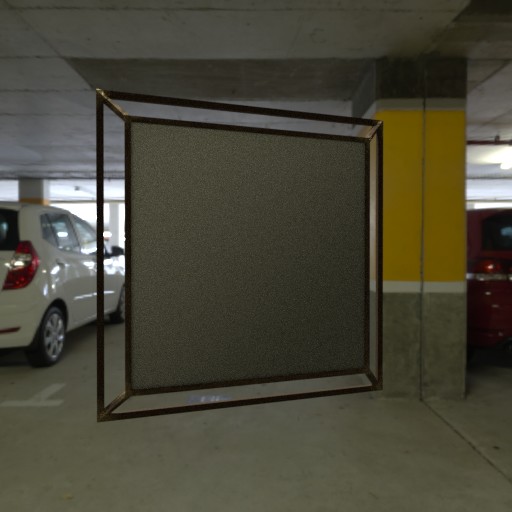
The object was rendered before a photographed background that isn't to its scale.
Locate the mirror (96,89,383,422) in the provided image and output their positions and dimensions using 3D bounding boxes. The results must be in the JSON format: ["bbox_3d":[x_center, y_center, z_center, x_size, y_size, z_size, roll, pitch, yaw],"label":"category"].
[{"bbox_3d":[0.000,0.000,0.900,0.610,0.610,0.032,0,0,-18],"label":"mirror"}]
